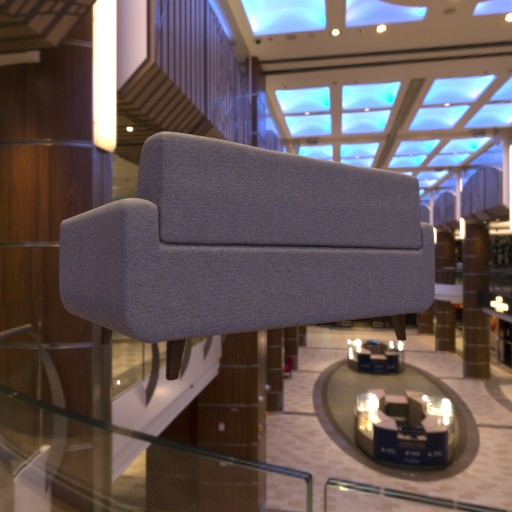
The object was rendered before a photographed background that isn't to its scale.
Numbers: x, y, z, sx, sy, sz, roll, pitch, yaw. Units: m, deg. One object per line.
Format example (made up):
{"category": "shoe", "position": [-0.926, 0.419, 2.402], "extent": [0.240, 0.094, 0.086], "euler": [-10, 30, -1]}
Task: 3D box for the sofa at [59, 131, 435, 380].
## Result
{"category": "sofa", "position": [0.000, 0.000, 2.175], "extent": [1.631, 0.841, 0.909], "euler": [0, -1, -36]}
